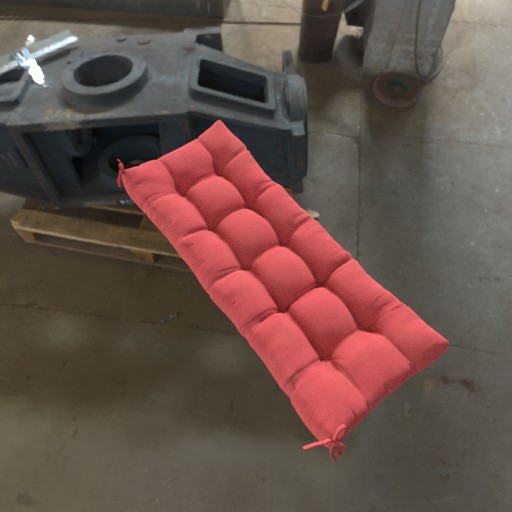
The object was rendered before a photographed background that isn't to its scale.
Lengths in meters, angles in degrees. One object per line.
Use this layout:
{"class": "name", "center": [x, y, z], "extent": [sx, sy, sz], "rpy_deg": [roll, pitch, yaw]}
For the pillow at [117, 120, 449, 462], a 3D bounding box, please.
{"class": "pillow", "center": [0.000, 0.000, 1.402], "extent": [0.511, 0.174, 1.194], "rpy_deg": [-33, 64, -18]}
